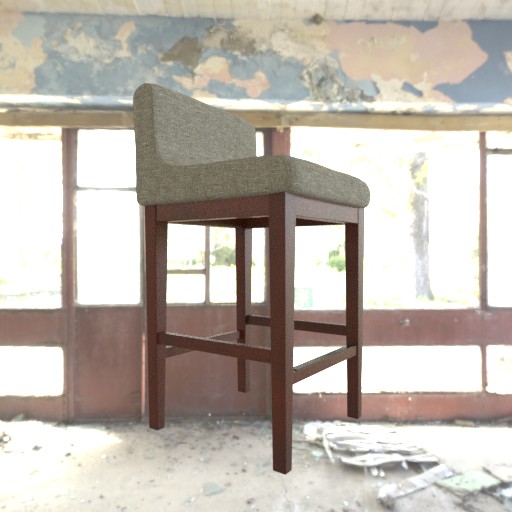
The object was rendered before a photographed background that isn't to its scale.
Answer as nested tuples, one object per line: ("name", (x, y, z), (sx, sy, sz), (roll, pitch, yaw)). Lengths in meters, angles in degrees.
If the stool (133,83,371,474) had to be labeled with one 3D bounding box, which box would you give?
("stool", (0.000, 0.000, 1.115), (0.459, 0.835, 0.417), (0, 1, 36))
